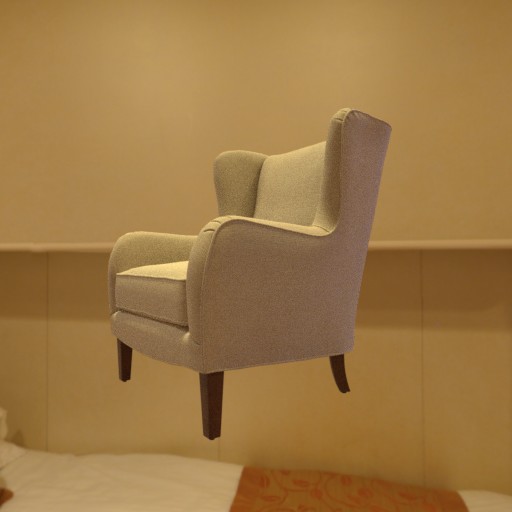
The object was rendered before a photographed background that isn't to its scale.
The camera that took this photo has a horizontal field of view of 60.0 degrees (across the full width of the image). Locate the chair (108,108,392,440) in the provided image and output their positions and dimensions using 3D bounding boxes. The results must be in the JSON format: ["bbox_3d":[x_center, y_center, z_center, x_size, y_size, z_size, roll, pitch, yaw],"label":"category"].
[{"bbox_3d":[0.000,0.000,1.788,0.966,1.040,0.838,0,-1,-35],"label":"chair"}]
